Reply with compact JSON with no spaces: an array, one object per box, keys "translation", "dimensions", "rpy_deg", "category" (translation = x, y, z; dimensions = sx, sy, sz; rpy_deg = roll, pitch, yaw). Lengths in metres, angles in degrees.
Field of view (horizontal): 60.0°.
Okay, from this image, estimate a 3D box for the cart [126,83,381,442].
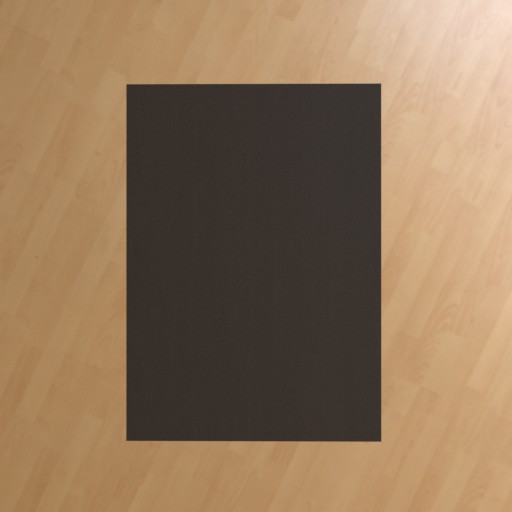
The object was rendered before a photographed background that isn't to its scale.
[{"translation":[0.000,0.000,1.228],"dimensions":[0.456,0.879,0.660],"rpy_deg":[0,90,0],"category":"cart"}]
